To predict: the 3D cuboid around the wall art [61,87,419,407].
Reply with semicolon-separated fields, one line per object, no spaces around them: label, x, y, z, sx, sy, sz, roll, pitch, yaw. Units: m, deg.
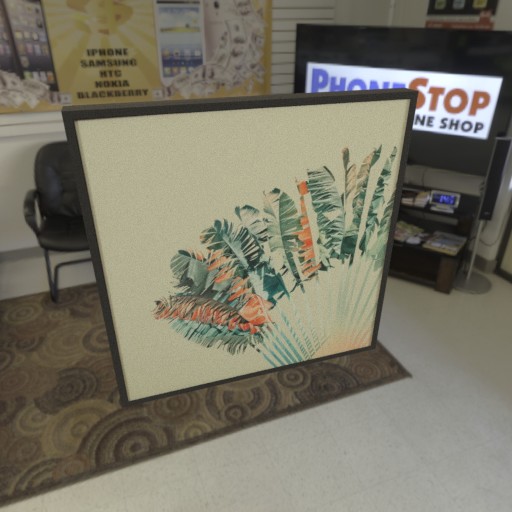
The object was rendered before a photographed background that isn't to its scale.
wall art;0.000;0.000;0.744;0.509;0.507;0.037;-9;30;-16
